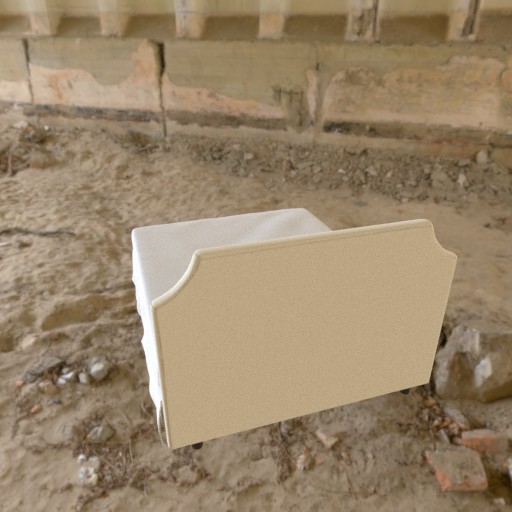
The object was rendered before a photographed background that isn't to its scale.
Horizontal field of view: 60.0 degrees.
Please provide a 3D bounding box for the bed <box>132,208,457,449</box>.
[{"bbox_3d":[0.000,0.000,4.306,2.350,1.590,2.773,-8,28,-16],"label":"bed"}]
